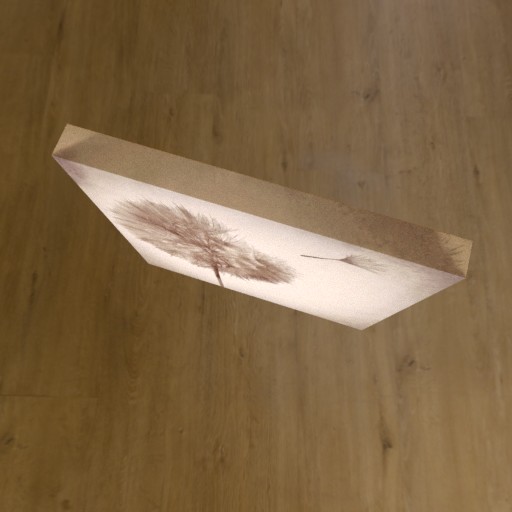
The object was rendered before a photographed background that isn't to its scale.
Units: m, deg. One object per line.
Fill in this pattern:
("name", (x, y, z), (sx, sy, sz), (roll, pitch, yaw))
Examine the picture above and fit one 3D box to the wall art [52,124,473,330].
("wall art", (0.000, 0.000, 0.459), (0.303, 0.303, 0.028), (17, 75, 5))
